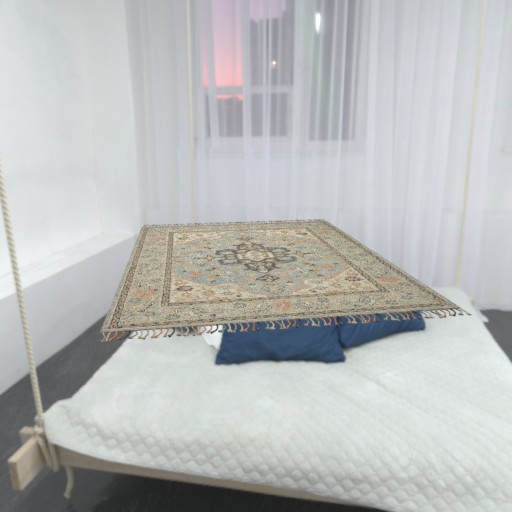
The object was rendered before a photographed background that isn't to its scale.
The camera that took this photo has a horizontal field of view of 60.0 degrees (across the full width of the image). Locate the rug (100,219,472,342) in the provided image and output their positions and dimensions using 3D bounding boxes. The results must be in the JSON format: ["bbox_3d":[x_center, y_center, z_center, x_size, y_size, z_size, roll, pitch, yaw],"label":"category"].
[{"bbox_3d":[0.000,0.000,4.250,2.379,0.011,3.221,-3,16,-9],"label":"rug"}]
